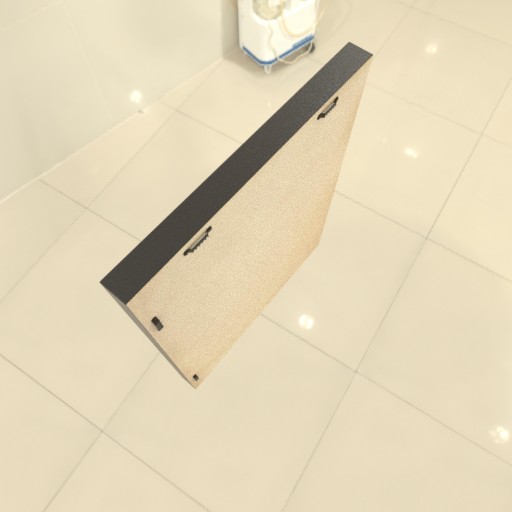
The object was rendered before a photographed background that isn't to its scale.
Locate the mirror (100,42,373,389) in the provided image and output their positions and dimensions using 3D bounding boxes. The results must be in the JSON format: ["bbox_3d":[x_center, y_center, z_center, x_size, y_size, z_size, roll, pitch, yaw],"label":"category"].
[{"bbox_3d":[0.000,0.000,0.697,0.041,0.508,0.405,37,70,15],"label":"mirror"}]
